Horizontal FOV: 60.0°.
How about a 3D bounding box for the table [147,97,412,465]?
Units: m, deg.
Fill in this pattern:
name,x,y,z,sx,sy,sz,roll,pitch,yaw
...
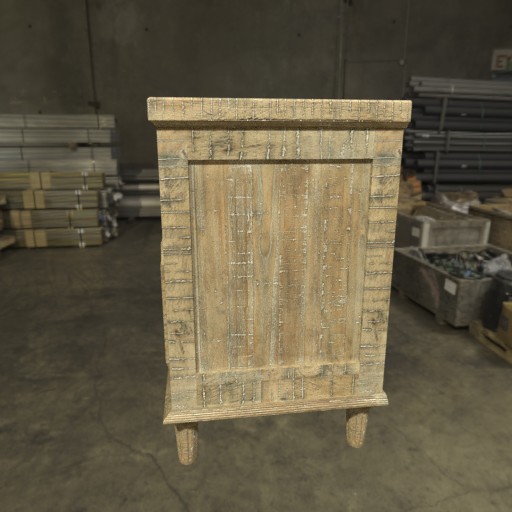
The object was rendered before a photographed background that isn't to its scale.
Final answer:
name,x,y,z,sx,sy,sz,roll,pitch,yaw
table,0.000,0.000,1.143,0.457,0.711,0.686,-2,15,-8
